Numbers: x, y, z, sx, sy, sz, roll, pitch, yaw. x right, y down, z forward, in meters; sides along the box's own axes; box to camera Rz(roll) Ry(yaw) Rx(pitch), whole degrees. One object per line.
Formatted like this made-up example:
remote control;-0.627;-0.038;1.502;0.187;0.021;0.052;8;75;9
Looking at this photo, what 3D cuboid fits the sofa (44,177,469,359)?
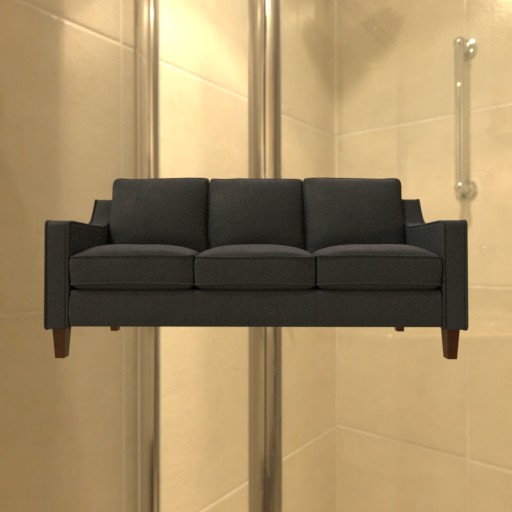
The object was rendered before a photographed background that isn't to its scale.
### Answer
sofa;0.000;0.000;2.502;1.986;0.974;0.911;0;0;1
